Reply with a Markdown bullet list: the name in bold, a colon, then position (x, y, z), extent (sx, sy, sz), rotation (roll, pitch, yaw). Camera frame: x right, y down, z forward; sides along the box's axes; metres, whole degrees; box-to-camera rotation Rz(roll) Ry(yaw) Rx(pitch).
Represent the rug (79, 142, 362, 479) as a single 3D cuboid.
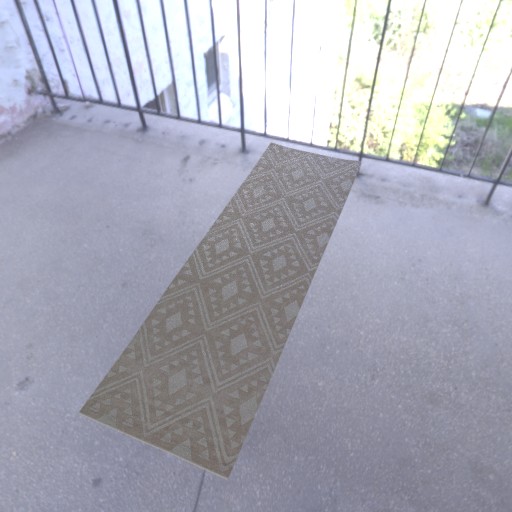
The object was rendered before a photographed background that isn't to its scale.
- **rug**: position (0.000, 0.000, 2.705), extent (0.752, 0.051, 2.452), rotation (16, 48, 15)
